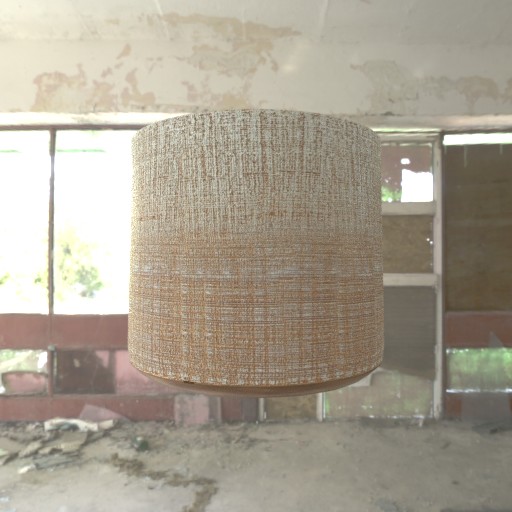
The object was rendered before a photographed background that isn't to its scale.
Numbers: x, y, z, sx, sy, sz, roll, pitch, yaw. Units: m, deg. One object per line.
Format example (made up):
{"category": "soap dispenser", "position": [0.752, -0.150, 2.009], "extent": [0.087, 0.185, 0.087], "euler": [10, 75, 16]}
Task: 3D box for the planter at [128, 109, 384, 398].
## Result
{"category": "planter", "position": [0.000, 0.000, 0.196], "extent": [0.109, 0.096, 0.109], "euler": [0, 0, 0]}
